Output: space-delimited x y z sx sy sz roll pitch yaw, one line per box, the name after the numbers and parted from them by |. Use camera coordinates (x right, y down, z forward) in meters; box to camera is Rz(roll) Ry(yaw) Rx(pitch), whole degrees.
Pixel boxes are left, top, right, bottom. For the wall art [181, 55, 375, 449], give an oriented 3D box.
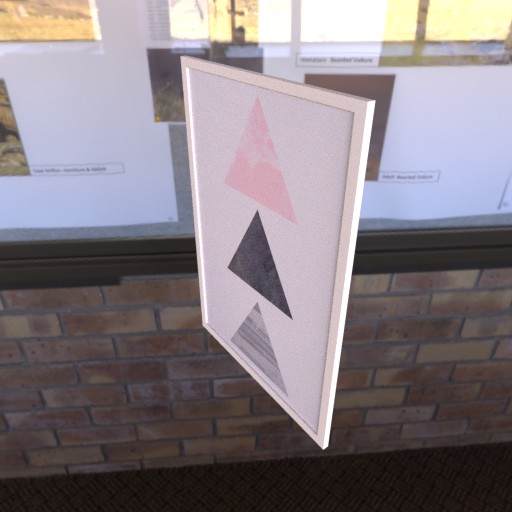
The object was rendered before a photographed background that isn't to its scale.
0.000 0.000 0.849 0.013 0.656 0.456 -21 38 -30 | wall art
